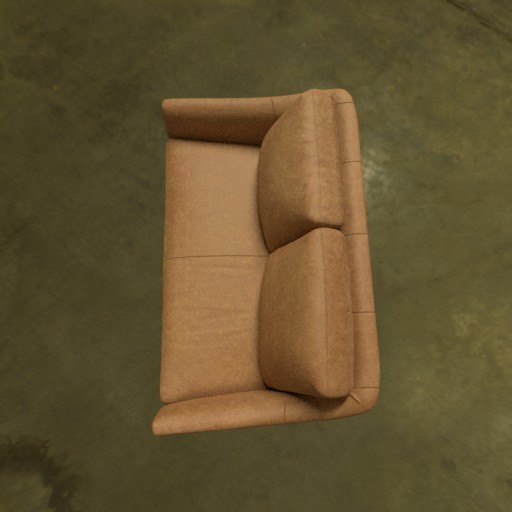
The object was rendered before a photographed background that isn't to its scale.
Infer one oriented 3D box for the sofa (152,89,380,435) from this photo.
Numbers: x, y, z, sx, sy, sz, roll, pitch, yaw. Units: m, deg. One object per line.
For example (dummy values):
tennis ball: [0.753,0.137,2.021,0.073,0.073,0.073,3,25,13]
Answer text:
sofa: [0.000,0.000,2.209,0.960,0.902,1.619,-1,76,0]
